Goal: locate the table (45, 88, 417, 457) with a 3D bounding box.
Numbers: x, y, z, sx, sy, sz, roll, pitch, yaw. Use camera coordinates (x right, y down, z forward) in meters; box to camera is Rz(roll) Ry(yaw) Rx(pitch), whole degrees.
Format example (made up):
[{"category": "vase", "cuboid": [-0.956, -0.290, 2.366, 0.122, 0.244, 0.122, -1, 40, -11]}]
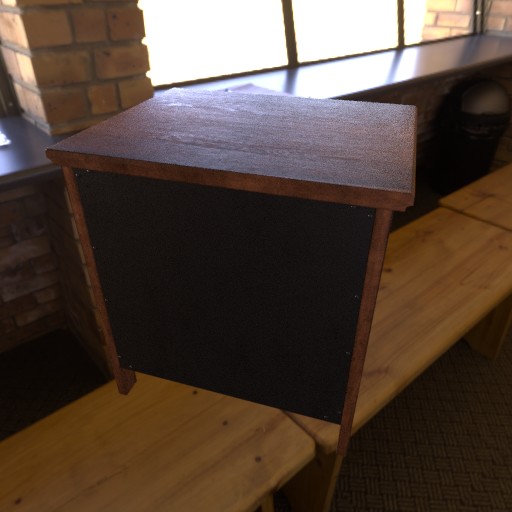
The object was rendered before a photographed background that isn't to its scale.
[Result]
[{"category": "table", "cuboid": [0.000, 0.000, 1.001, 0.586, 0.597, 0.461, 10, 34, 15]}]
